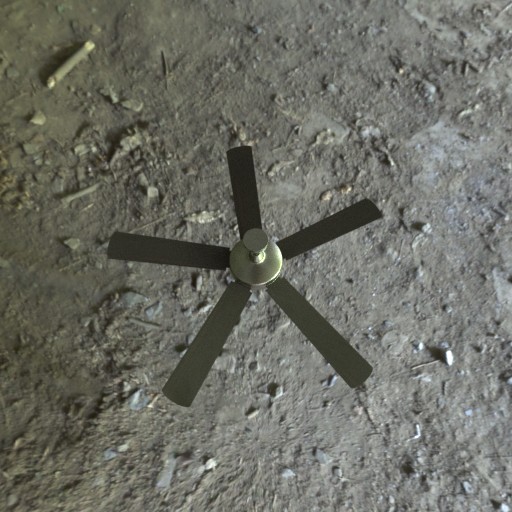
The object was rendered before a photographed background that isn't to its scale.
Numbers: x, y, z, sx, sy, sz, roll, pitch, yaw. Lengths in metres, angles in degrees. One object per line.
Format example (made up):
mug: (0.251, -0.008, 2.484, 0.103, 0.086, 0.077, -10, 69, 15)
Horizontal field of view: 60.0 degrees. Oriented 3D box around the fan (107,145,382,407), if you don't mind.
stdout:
fan: (0.000, 0.000, 1.997, 1.321, 0.356, 1.321, -16, 68, -7)
